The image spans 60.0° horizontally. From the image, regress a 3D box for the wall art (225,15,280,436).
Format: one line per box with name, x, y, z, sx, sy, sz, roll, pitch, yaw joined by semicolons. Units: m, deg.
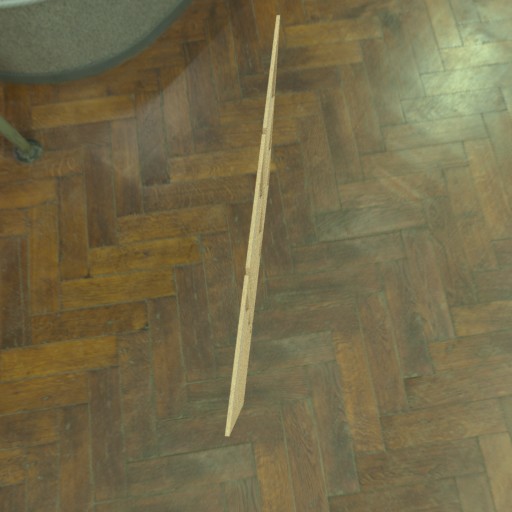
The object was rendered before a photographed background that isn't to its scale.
wall art;0.000;0.000;2.232;0.014;1.507;1.519;6;75;2
